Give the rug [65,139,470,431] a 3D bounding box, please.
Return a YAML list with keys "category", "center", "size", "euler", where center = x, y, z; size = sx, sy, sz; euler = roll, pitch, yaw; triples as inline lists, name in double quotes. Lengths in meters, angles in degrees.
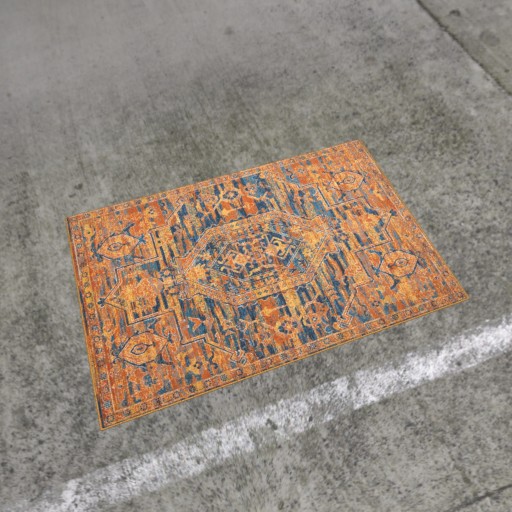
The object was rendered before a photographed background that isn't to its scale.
- category: "rug"
  center: [0.000, 0.000, 2.241]
  size: [1.758, 0.013, 1.148]
  euler: [-17, 59, -10]
